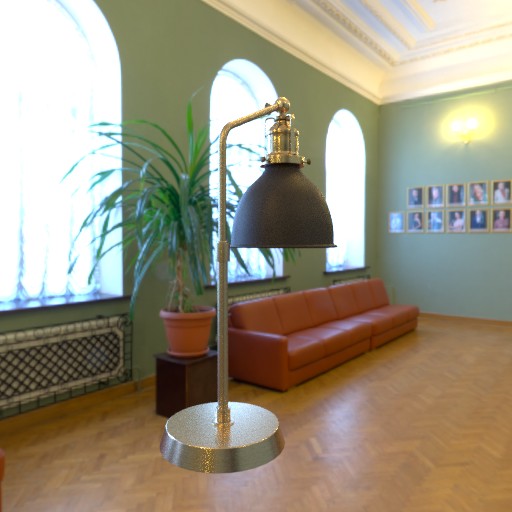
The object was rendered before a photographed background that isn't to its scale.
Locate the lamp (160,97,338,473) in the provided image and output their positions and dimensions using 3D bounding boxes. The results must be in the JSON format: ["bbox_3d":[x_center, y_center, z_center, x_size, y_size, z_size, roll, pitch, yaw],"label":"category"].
[{"bbox_3d":[0.000,0.000,0.597,0.160,0.456,0.291,1,2,36],"label":"lamp"}]
